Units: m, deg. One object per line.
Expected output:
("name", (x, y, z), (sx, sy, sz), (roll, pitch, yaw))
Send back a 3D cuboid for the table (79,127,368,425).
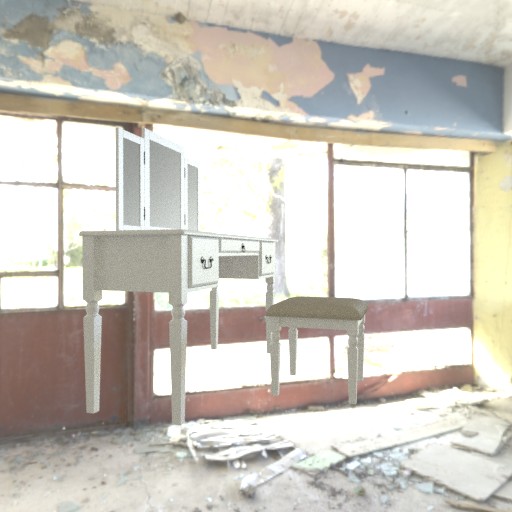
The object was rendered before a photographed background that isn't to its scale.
("table", (0.000, 0.000, 2.311), (1.115, 1.310, 1.369), (0, 1, 18))
